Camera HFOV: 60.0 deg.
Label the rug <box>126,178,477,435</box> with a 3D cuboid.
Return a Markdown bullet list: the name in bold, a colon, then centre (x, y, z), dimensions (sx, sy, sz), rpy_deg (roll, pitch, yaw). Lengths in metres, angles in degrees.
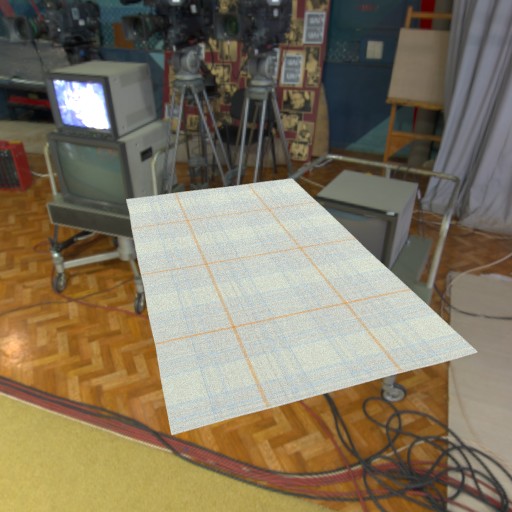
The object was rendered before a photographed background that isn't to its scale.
- **rug**: centre (0.000, 0.000, 2.994), dimensions (1.527, 0.016, 2.442), rpy_deg (-10, 33, -15)
